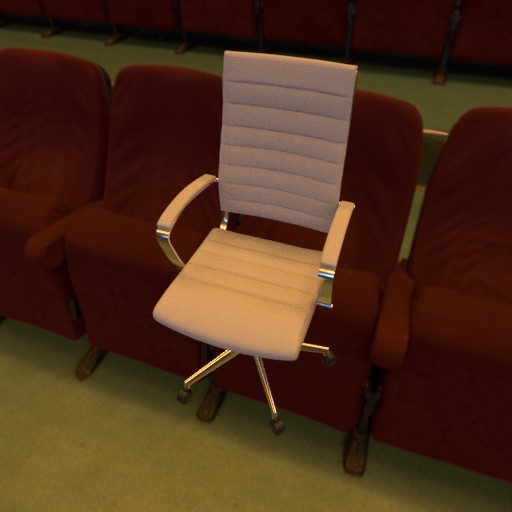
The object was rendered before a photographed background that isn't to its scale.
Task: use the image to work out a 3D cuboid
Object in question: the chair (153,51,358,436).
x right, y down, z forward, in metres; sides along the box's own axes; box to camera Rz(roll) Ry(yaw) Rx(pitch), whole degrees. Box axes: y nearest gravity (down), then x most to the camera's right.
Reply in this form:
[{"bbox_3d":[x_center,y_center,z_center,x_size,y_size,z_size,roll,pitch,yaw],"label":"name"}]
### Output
[{"bbox_3d":[0.000,0.000,1.551,0.679,1.149,0.667,13,43,15],"label":"chair"}]
